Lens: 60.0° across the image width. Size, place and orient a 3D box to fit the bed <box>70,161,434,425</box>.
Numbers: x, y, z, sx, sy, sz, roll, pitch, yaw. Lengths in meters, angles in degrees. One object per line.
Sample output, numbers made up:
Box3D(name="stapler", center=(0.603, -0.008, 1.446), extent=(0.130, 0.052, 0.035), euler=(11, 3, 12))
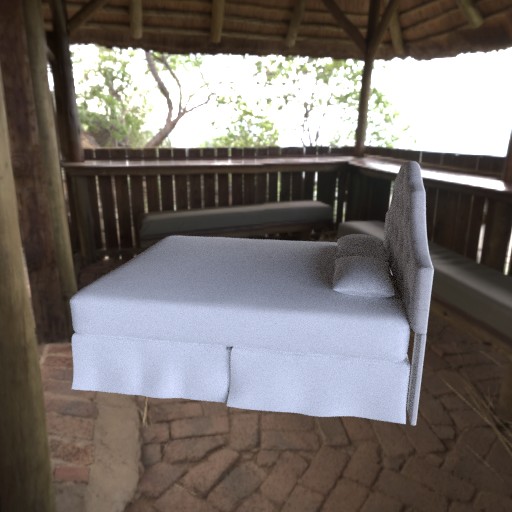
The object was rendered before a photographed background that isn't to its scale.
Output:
Box3D(name="bed", center=(0.000, 0.000, 3.793), extent=(2.477, 1.617, 2.039), euler=(3, 16, 10))
